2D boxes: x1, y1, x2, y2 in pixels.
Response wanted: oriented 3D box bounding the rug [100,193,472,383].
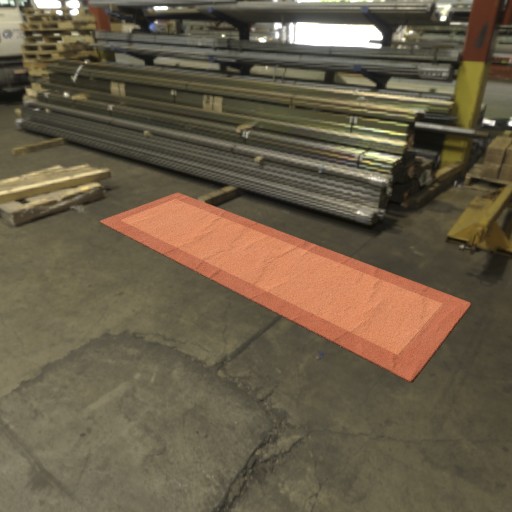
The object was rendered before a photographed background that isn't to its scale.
[{"bbox_3d":[0.000,0.000,2.826,2.471,0.013,0.914,21,36,32],"label":"rug"}]
